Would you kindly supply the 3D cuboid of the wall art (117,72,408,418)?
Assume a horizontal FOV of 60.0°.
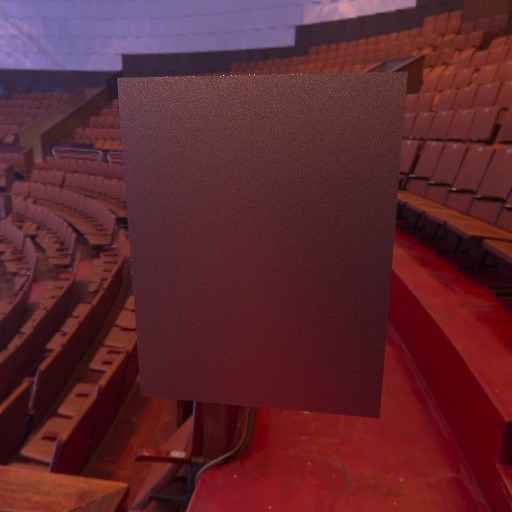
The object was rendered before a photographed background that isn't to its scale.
[{"bbox_3d":[0.000,0.000,1.379,0.816,1.046,0.030,2,15,9],"label":"wall art"}]
